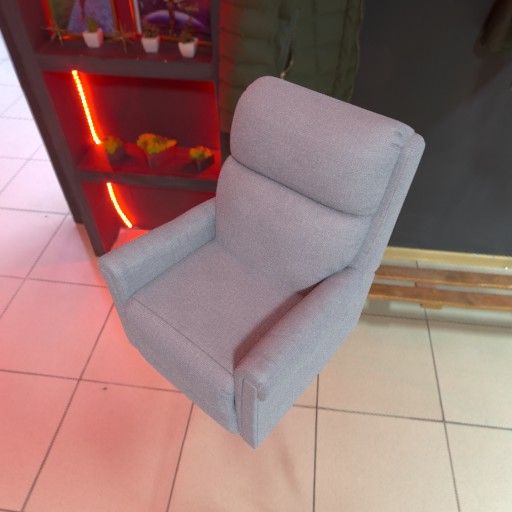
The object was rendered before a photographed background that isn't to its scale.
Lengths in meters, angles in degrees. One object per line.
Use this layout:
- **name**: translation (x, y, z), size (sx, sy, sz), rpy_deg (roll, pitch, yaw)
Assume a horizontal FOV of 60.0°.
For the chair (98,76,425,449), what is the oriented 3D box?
- **chair**: translation (0.000, 0.000, 1.776), size (0.838, 1.054, 1.014), rpy_deg (31, 53, 26)
